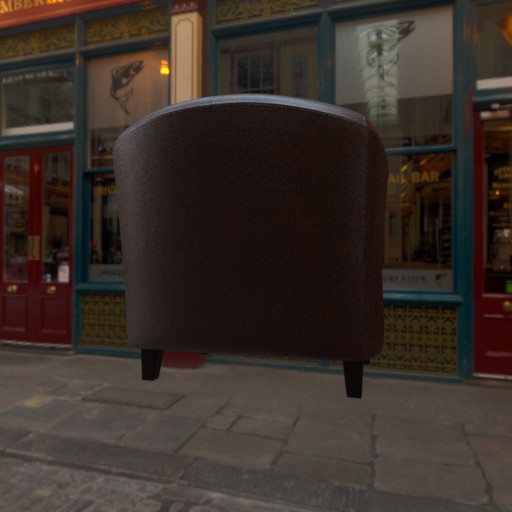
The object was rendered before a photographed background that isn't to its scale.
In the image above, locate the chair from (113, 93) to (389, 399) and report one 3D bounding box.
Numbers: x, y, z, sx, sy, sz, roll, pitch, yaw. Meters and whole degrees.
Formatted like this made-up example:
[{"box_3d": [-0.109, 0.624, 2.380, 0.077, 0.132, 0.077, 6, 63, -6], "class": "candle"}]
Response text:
[{"box_3d": [0.000, 0.000, 1.378, 0.792, 0.756, 0.727, 0, -2, 17], "class": "chair"}]
